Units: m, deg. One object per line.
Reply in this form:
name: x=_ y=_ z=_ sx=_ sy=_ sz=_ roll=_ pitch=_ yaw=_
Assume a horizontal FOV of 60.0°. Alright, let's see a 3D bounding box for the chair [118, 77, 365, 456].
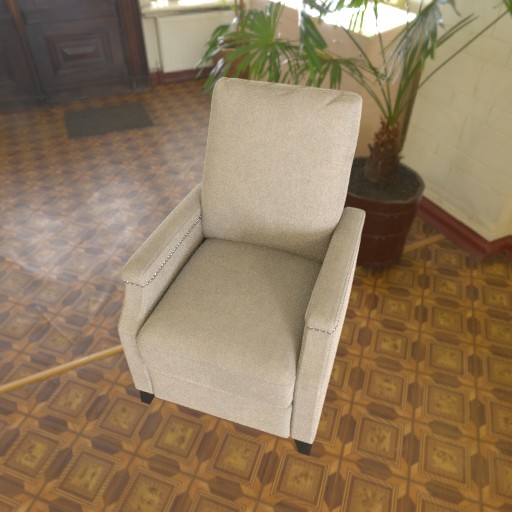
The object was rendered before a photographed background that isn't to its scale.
chair: x=0.000 y=0.000 z=1.653 sx=0.710 sy=1.049 sz=0.922 roll=12 pitch=41 yaw=14
